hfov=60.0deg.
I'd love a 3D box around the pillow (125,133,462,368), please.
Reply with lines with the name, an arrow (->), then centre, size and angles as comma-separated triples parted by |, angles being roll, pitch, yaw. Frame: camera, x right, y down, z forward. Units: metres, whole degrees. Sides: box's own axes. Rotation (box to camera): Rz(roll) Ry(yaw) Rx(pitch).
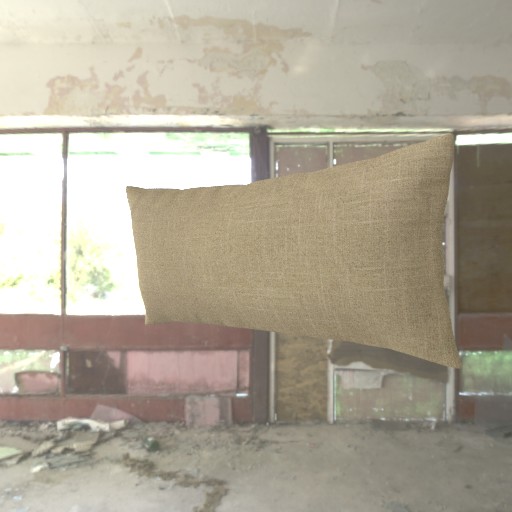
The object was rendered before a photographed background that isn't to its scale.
pillow -> 0.000, 0.000, 0.717 | 0.612, 0.282, 0.155 | 0, -1, 37
